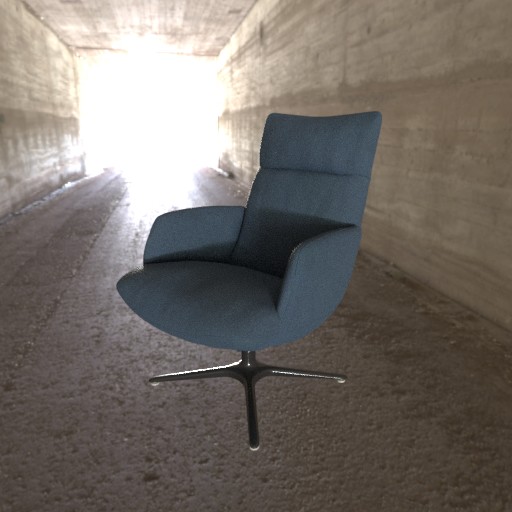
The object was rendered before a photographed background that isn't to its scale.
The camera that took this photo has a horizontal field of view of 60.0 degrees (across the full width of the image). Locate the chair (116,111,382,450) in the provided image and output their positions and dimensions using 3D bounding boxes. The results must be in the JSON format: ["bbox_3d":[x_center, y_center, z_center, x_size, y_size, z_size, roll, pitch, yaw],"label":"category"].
[{"bbox_3d":[0.000,0.000,1.626,0.711,1.016,0.889,15,22,40],"label":"chair"}]
